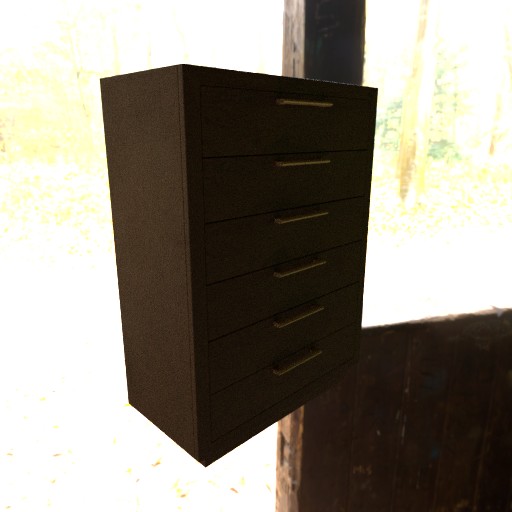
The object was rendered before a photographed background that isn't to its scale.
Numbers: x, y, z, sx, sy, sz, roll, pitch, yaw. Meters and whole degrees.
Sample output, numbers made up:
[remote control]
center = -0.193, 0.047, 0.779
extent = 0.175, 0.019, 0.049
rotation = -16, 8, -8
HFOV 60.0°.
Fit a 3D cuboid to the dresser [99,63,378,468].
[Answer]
[dresser]
center = 0.000, 0.000, 1.807
extent = 0.964, 1.320, 0.516
rotation = -15, 21, -42
